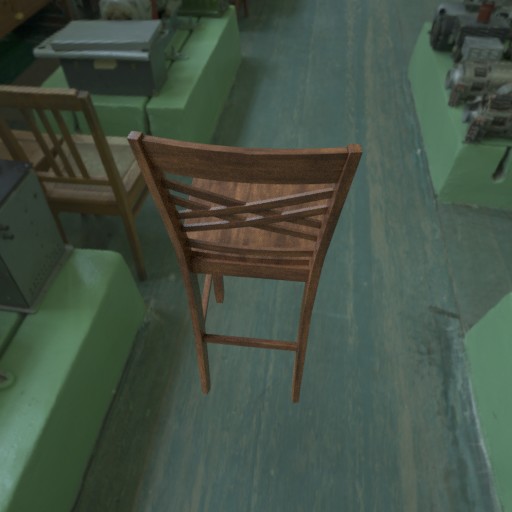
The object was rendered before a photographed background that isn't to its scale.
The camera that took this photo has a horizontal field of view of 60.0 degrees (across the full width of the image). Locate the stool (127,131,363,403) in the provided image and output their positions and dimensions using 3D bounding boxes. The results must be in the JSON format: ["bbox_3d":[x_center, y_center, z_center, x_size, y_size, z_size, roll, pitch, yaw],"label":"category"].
[{"bbox_3d":[0.000,0.000,1.366,0.433,1.105,0.487,5,48,4],"label":"stool"}]
